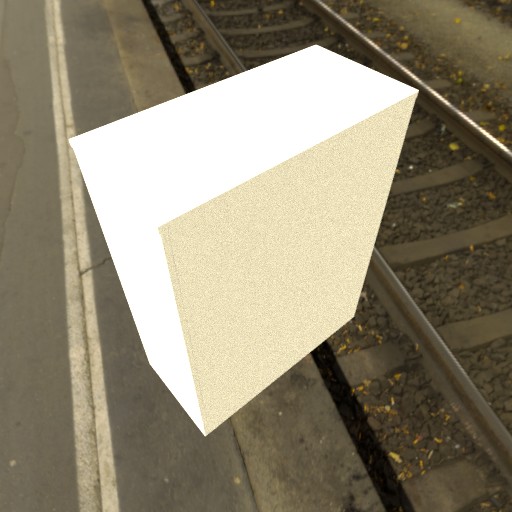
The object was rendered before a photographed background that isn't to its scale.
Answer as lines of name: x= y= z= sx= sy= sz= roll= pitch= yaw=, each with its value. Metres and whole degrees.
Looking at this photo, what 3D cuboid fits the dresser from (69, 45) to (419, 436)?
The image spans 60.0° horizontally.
dresser: x=0.000 y=0.000 z=1.472 sx=0.800 sy=1.040 sz=0.380 roll=-32 pitch=55 yaw=-26
